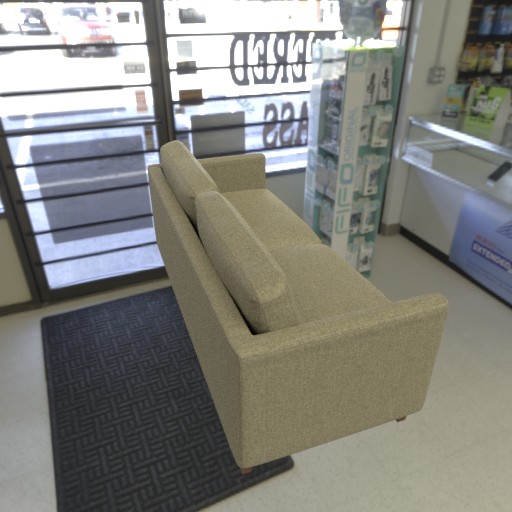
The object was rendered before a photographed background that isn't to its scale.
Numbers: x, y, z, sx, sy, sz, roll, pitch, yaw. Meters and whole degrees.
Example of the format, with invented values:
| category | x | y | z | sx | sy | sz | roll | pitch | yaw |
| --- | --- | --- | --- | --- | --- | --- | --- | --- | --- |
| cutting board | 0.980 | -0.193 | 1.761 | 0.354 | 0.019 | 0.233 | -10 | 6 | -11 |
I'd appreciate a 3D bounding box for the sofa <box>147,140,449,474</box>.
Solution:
| category | x | y | z | sx | sy | sz | roll | pitch | yaw |
| --- | --- | --- | --- | --- | --- | --- | --- | --- | --- |
| sofa | 0.000 | 0.000 | 2.677 | 0.956 | 0.960 | 2.208 | -10 | 31 | -17 |
